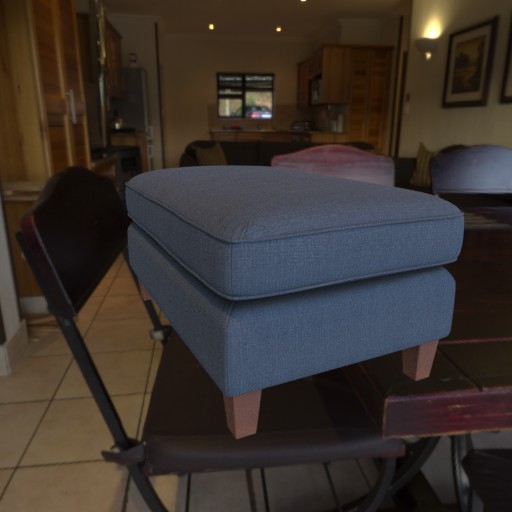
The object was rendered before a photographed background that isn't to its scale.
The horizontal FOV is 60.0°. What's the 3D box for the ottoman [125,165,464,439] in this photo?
[{"bbox_3d":[0.000,0.000,1.204,0.570,0.438,0.885,-8,18,-25],"label":"ottoman"}]
